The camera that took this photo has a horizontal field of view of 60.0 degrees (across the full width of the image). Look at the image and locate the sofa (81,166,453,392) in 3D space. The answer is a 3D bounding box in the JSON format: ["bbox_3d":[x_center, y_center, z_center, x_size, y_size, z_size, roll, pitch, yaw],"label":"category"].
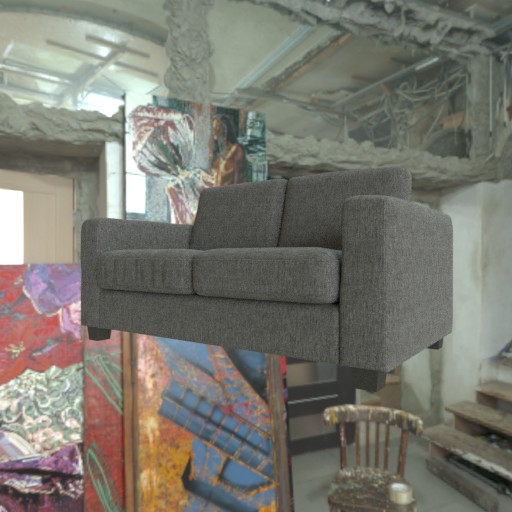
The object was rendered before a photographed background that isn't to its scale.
[{"bbox_3d":[0.000,0.000,2.020,1.520,0.800,0.900,0,0,36],"label":"sofa"}]
